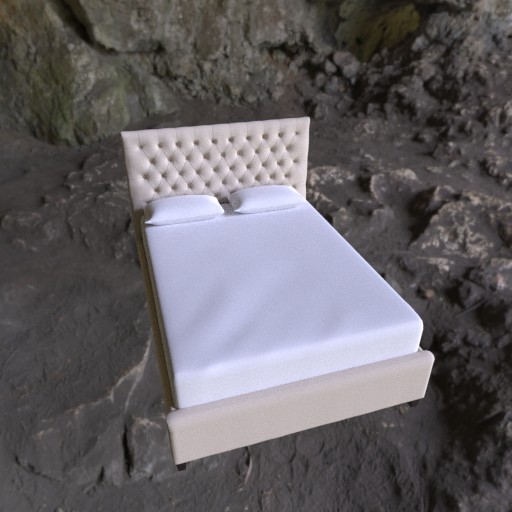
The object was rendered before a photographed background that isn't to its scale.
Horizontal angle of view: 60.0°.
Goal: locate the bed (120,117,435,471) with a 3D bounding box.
[{"bbox_3d":[0.000,0.000,3.333,1.696,1.426,2.233,-9,33,-15],"label":"bed"}]
